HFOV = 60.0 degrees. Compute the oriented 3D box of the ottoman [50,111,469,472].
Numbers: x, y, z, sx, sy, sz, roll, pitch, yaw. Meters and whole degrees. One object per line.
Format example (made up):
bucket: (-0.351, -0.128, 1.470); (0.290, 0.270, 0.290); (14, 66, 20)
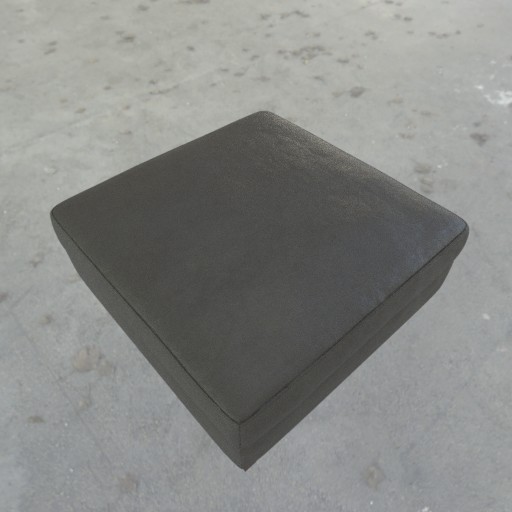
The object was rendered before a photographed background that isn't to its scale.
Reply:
ottoman: (0.000, 0.000, 1.295); (0.836, 0.415, 0.844); (-33, 56, -27)
